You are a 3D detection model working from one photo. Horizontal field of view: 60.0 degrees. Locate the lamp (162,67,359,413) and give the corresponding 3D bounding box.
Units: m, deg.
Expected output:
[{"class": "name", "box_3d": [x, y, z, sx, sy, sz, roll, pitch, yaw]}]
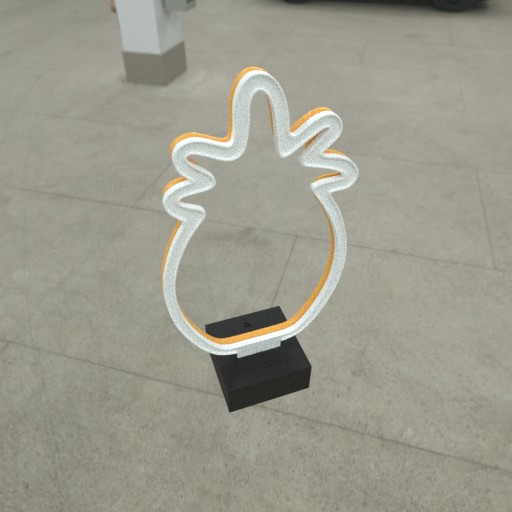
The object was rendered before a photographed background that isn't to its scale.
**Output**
[{"class": "lamp", "box_3d": [0.000, 0.000, 0.386, 0.167, 0.317, 0.088, -13, 42, -15]}]
